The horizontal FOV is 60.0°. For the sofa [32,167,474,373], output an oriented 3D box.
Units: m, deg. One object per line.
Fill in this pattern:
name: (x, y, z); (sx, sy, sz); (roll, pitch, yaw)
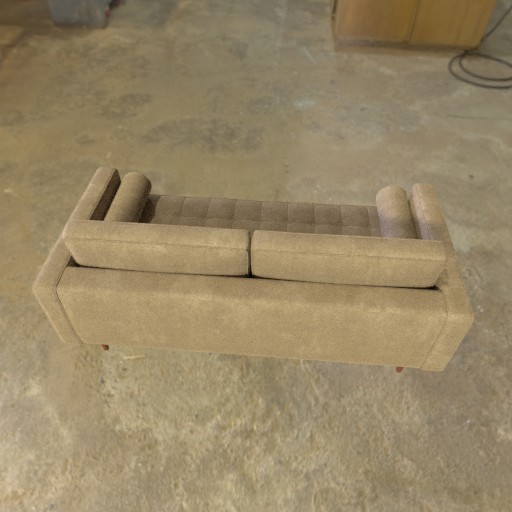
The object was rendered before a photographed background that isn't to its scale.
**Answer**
sofa: (0.000, 0.000, 2.266); (1.883, 0.769, 0.920); (4, 47, 3)
